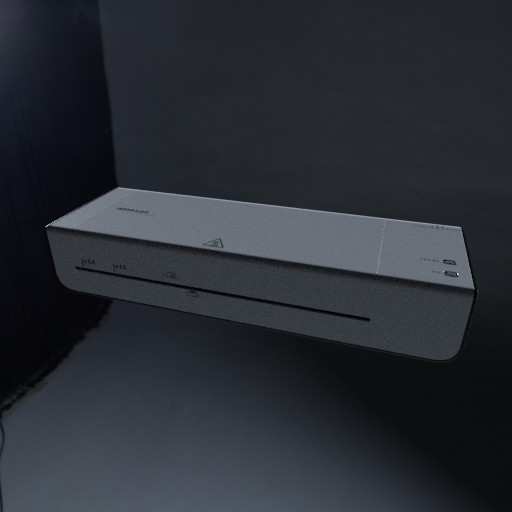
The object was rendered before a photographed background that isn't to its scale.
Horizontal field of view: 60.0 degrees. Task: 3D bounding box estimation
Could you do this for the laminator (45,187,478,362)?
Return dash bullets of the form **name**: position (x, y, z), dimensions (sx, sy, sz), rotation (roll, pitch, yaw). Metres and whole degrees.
- **laminator**: position (0.000, 0.000, 0.396), dimensions (0.340, 0.062, 0.123), rotation (9, 29, 16)
